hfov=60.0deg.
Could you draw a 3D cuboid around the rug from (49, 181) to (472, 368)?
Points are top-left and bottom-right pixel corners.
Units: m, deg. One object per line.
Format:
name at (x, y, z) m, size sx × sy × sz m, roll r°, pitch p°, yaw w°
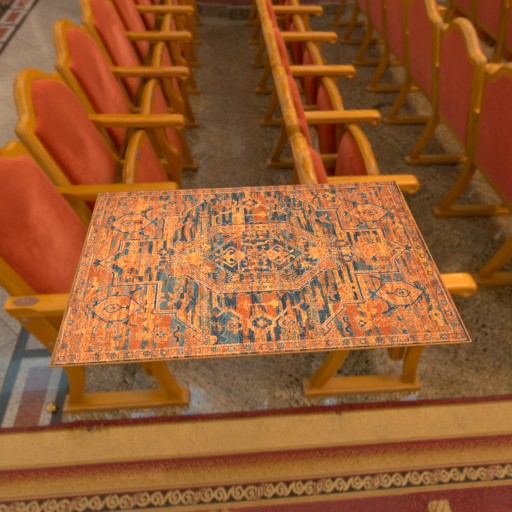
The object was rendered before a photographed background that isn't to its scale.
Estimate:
rug at (0.000, 0.000, 1.093) m, size 0.863 × 0.008 × 0.557 m, roll -3°, pitch 46°, yaw -3°
